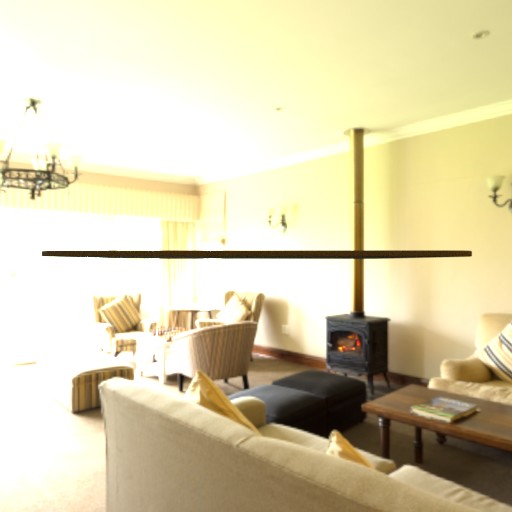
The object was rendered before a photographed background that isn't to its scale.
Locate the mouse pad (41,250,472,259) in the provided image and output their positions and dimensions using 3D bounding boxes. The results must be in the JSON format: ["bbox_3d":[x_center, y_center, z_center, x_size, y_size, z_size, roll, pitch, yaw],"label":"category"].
[{"bbox_3d":[0.000,0.000,0.322,0.229,0.003,0.203,0,-1,-1],"label":"mouse pad"}]
